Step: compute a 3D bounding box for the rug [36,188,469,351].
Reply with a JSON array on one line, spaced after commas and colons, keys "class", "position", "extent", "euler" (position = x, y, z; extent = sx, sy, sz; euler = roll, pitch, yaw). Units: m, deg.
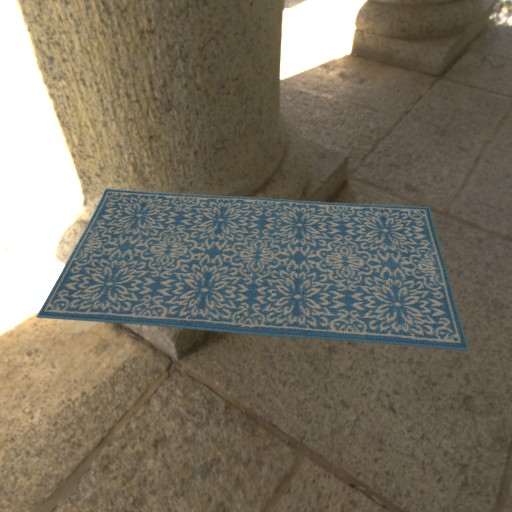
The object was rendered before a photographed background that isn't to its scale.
[{"class": "rug", "position": [0.000, 0.000, 1.447], "extent": [1.219, 0.007, 0.604], "euler": [4, 46, 4]}]
